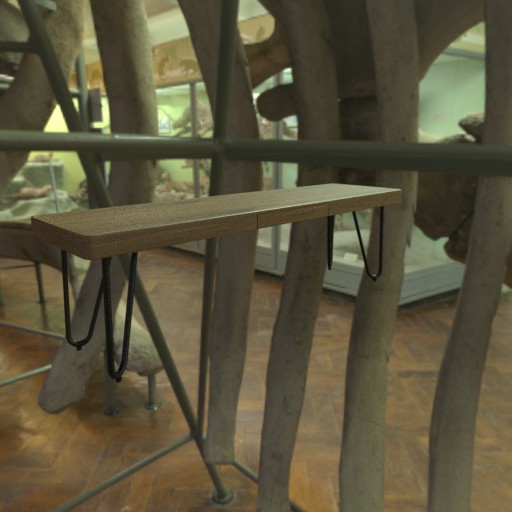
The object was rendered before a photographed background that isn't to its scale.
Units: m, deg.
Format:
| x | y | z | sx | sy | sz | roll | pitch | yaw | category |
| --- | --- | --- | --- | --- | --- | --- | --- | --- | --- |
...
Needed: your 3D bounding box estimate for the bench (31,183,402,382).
| x | y | z | sx | sy | sz | roll | pitch | yaw | category |
| --- | --- | --- | --- | --- | --- | --- | --- | --- | --- |
| 0.000 | 0.000 | 1.821 | 1.570 | 0.462 | 0.425 | -14 | 20 | -42 | bench |
